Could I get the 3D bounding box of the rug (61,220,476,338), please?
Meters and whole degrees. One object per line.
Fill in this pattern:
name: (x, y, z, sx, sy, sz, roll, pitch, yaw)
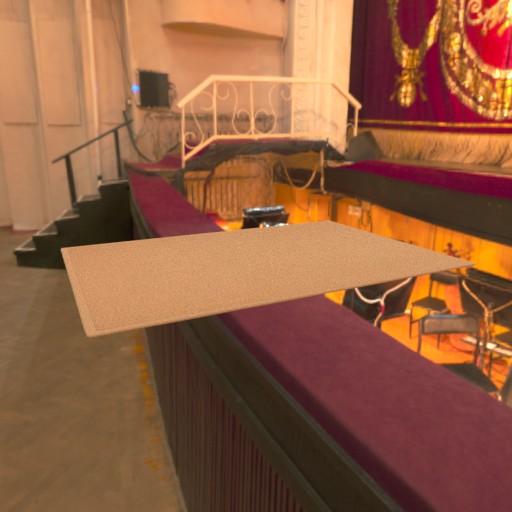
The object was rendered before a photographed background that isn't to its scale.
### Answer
rug: (0.000, 0.000, 2.873, 2.244, 0.017, 1.532, -8, 17, -25)
